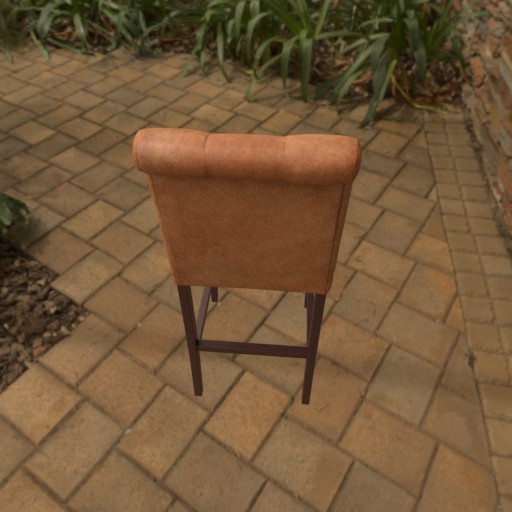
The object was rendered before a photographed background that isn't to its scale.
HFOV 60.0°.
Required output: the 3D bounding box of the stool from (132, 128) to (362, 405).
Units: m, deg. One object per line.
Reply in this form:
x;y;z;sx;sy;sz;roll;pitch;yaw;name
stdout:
0.000;0.000;1.455;0.493;1.140;0.601;3;44;3;stool
